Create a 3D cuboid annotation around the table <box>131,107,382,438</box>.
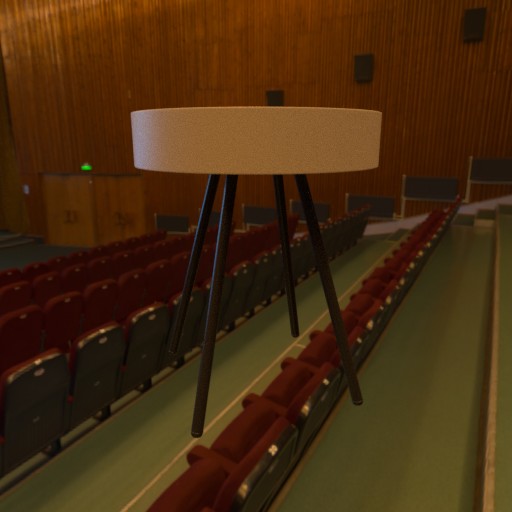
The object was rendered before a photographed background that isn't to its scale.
[{"bbox_3d":[0.000,0.000,0.861,0.450,0.525,0.450,0,15,0],"label":"table"}]
